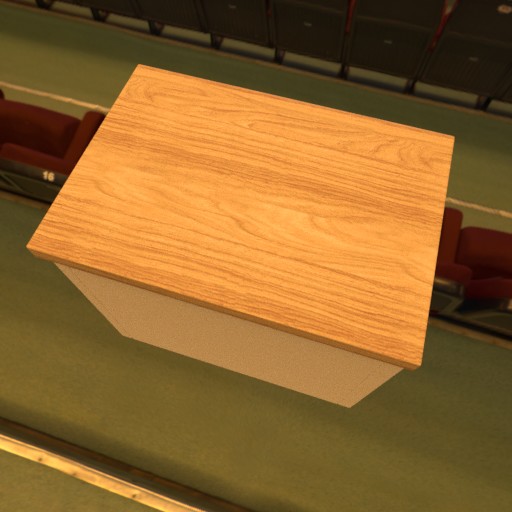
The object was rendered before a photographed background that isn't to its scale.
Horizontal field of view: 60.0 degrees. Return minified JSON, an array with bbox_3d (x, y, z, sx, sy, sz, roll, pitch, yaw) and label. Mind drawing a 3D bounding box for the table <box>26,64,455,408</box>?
[{"bbox_3d":[0.000,0.000,0.801,0.500,0.440,0.360,16,65,8],"label":"table"}]
